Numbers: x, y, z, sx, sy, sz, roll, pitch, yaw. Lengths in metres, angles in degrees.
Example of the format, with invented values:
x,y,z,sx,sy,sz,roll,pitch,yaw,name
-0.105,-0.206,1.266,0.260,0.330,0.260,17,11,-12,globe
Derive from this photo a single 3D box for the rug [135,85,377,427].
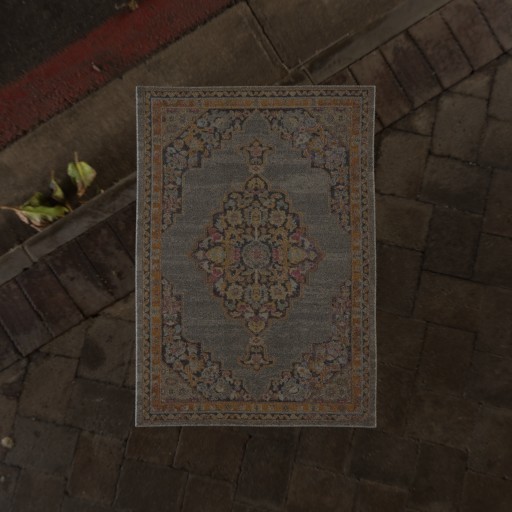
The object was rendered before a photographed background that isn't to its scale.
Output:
x,y,z,sx,sy,sz,roll,pitch,yaw,name
0.000,0.000,3.755,2.043,0.026,2.901,0,89,0,rug
